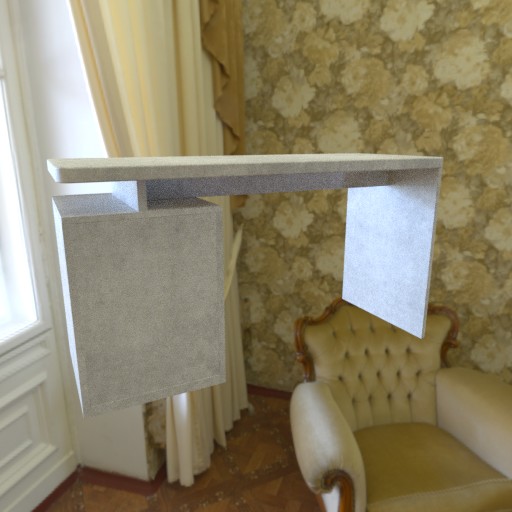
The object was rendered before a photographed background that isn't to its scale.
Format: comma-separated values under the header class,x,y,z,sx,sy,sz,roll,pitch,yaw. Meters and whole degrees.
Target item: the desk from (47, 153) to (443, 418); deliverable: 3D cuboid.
class,x,y,z,sx,sy,sz,roll,pitch,yaw
desk,0.000,0.000,1.745,1.400,0.755,0.550,-7,17,-26
